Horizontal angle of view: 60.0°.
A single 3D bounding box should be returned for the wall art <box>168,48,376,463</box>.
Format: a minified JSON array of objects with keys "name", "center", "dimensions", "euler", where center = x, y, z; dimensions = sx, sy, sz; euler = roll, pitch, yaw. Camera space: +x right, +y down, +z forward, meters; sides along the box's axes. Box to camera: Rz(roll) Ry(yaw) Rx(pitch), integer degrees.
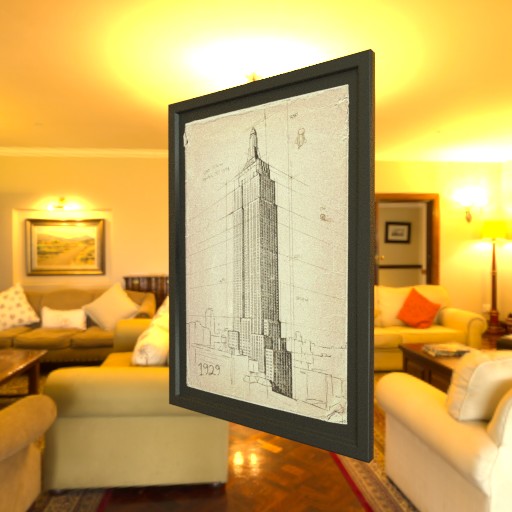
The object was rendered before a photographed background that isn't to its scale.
[{"name":"wall art","center":[0.000,0.000,0.555],"dimensions":[0.303,0.431,0.013],"euler":[1,1,36]}]
